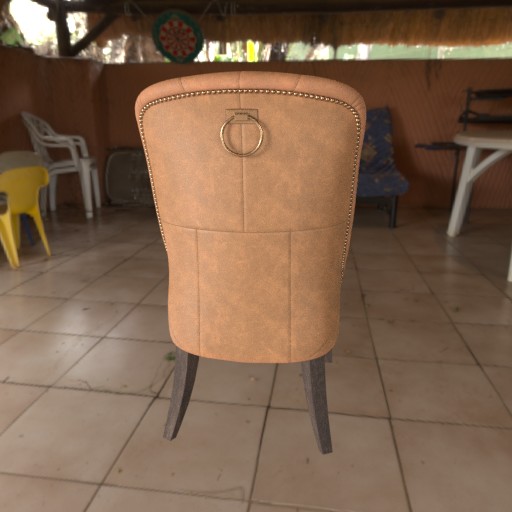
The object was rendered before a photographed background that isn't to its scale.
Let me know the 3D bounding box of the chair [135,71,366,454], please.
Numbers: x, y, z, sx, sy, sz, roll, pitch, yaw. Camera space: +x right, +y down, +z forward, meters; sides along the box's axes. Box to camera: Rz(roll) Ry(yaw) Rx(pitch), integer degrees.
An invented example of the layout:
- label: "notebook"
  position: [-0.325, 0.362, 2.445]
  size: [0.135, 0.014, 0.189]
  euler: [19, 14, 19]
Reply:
- label: "chair"
  position: [0.000, 0.000, 1.486]
  size: [0.634, 1.091, 0.629]
  euler: [2, 17, 7]
